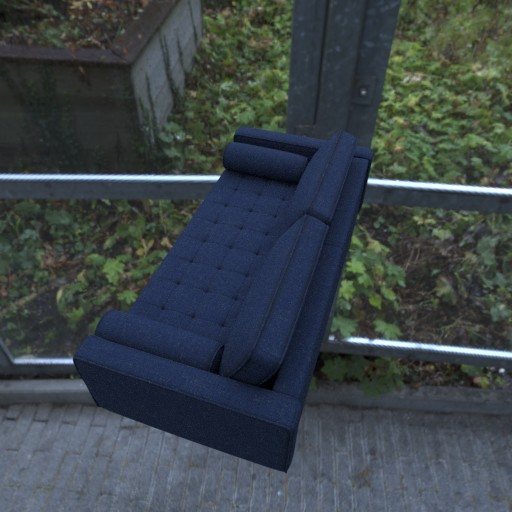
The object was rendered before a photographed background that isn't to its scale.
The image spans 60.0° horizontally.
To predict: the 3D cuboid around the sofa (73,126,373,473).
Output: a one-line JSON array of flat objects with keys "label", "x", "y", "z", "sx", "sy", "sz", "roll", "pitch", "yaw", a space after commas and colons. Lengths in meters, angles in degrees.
[{"label": "sofa", "x": 0.000, "y": 0.000, "z": 2.355, "sx": 0.914, "sy": 0.762, "sz": 1.880, "roll": 14, "pitch": 47, "yaw": 13}]
